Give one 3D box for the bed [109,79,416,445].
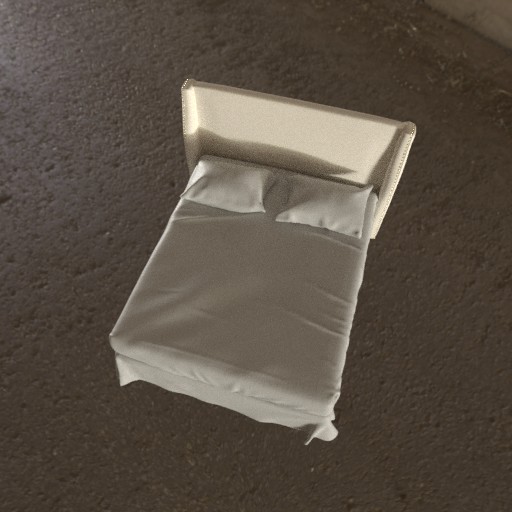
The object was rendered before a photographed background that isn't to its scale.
[{"bbox_3d":[0.000,0.000,3.533,1.925,1.332,2.276,14,59,9],"label":"bed"}]
